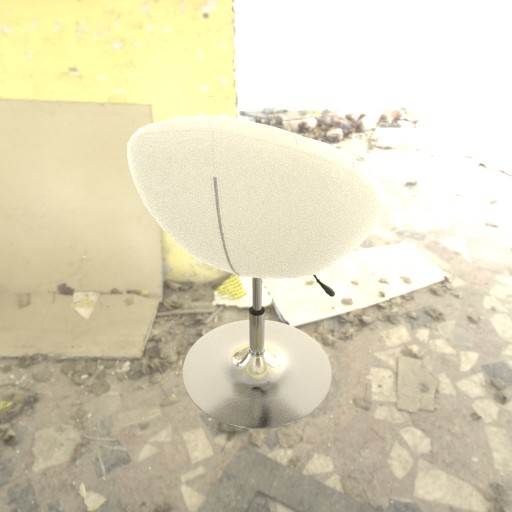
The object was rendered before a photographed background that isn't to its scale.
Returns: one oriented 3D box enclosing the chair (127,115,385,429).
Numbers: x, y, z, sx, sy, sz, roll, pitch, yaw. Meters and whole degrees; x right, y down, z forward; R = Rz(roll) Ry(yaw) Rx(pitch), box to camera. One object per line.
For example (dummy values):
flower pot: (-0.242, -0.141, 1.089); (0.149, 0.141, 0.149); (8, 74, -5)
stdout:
chair: (0.000, 0.000, 1.810); (0.940, 1.261, 0.736); (10, 33, 16)
